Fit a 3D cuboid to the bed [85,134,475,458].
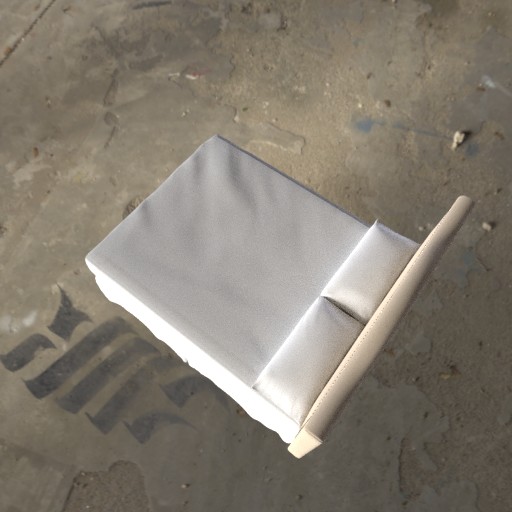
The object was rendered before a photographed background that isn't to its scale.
[{"bbox_3d":[0.000,0.000,3.277,2.143,1.460,1.753,34,67,16],"label":"bed"}]
